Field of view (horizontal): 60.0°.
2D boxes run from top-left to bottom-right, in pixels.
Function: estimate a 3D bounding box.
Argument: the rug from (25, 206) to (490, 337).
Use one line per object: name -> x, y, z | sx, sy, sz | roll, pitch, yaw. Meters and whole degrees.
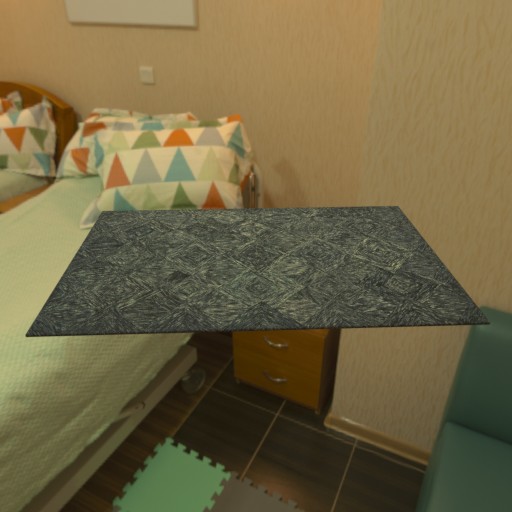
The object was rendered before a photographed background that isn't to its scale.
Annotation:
rug -> 0.000, 0.000, 2.854 | 2.330, 0.017, 1.478 | -1, 30, -2
